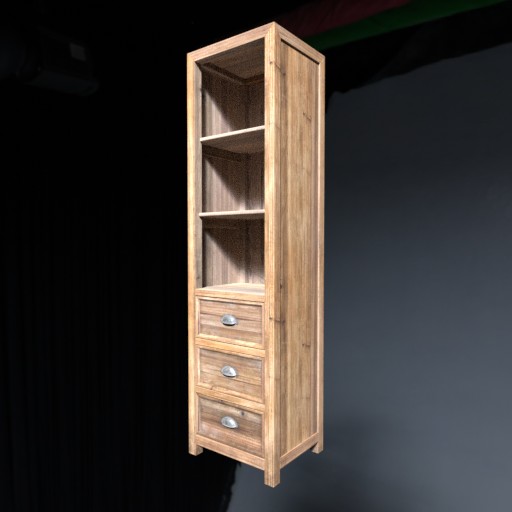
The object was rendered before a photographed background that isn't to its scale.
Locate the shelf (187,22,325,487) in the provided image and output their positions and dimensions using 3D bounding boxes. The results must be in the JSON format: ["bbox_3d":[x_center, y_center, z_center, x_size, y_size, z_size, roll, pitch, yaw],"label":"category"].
[{"bbox_3d":[0.000,0.000,2.122,0.500,1.900,0.428,1,2,37],"label":"shelf"}]
